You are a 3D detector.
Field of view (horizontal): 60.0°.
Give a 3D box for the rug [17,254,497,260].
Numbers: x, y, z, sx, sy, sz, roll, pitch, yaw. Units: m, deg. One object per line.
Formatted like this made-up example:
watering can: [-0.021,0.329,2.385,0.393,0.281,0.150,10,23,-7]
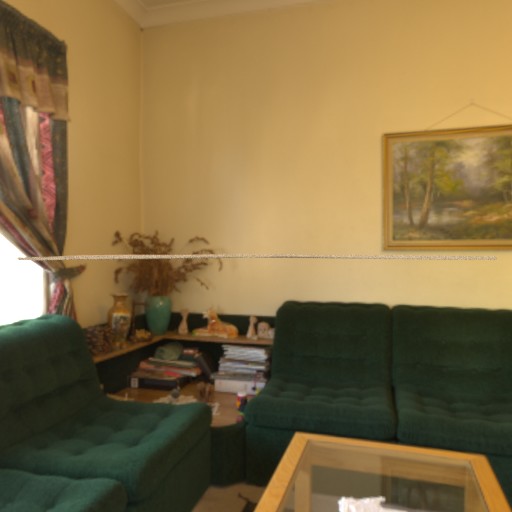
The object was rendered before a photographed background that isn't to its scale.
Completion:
rug: [0.000,0.000,2.876,2.264,0.030,1.624,0,0,-1]
